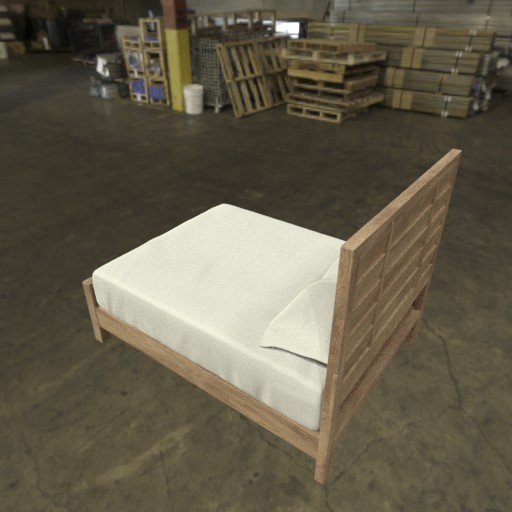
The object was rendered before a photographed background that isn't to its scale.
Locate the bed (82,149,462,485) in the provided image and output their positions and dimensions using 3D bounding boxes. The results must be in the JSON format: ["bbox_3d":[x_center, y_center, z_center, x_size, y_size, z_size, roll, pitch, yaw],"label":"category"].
[{"bbox_3d":[0.000,0.000,3.345,2.197,1.626,1.626,21,37,31],"label":"bed"}]
